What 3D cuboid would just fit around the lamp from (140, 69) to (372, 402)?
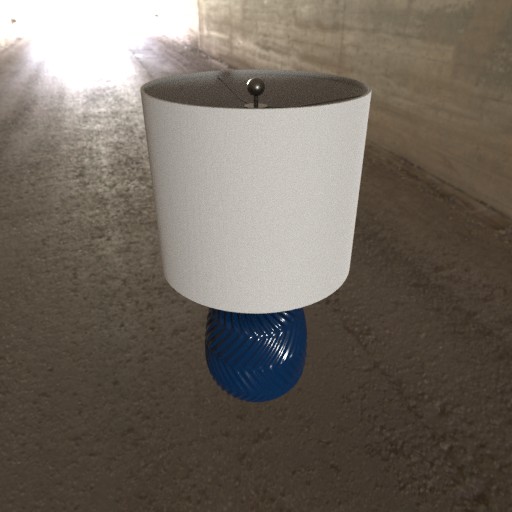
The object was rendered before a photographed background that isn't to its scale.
[{"bbox_3d":[0.000,0.000,0.488,0.203,0.368,0.203,20,35,30],"label":"lamp"}]
